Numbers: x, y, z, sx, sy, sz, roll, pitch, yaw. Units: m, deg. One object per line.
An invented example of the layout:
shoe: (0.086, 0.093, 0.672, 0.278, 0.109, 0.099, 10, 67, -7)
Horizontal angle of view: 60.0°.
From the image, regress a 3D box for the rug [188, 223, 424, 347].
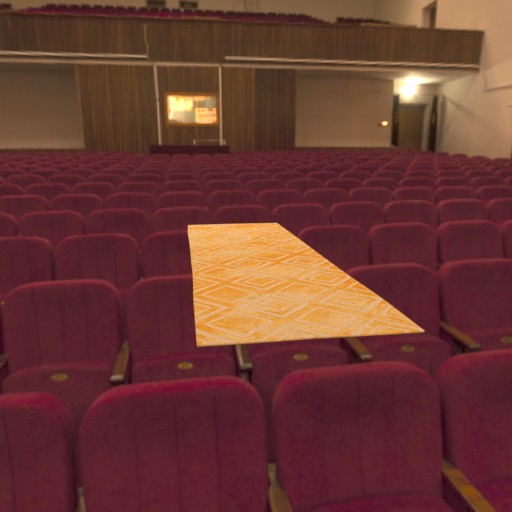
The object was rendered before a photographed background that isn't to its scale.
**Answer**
rug: (0.000, 0.000, 2.610, 0.775, 0.010, 2.438, -2, 13, -9)
